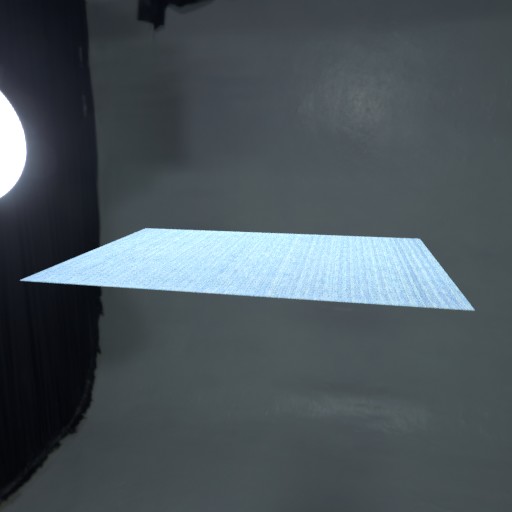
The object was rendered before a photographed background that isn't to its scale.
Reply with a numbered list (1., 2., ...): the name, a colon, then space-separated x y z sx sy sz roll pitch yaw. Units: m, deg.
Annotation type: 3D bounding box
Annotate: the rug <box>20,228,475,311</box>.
1. rug: 0.000 0.000 3.700 2.895 0.006 1.982 3 14 11
